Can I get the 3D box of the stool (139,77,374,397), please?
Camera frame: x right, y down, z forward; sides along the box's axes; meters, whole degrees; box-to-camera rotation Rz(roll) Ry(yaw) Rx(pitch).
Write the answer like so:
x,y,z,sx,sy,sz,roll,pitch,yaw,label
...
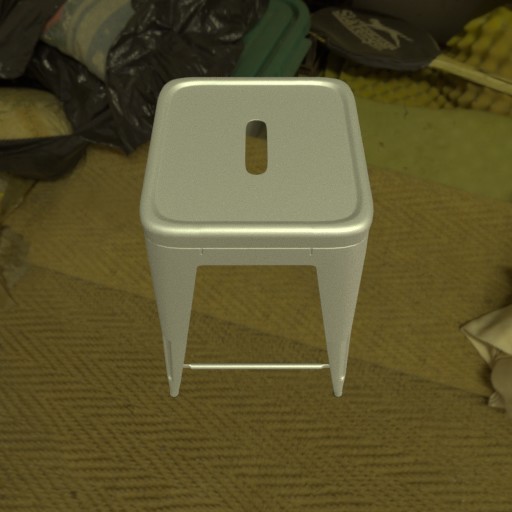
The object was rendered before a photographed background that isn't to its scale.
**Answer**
x,y,z,sx,sy,sz,roll,pitch,yaw,label
0.000,0.000,0.886,0.406,0.610,0.406,0,58,0,stool
